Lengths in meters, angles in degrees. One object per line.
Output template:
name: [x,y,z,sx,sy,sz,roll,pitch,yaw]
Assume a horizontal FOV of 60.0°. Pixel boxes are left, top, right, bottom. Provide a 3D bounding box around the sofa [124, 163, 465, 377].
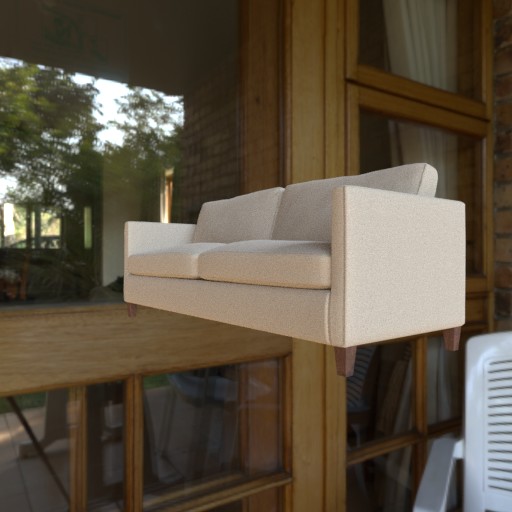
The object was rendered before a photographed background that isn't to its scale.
sofa: [0.000,0.000,2.921,0.951,0.968,2.361,0,0,-37]
